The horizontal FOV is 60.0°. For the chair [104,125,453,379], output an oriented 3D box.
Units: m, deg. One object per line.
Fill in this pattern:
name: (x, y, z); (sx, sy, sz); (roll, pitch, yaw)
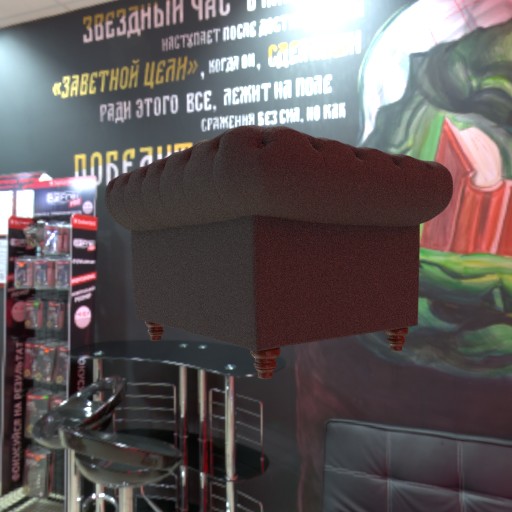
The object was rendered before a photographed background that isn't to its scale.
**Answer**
chair: (0.000, 0.000, 1.888); (0.976, 0.770, 1.270); (0, -1, -37)
